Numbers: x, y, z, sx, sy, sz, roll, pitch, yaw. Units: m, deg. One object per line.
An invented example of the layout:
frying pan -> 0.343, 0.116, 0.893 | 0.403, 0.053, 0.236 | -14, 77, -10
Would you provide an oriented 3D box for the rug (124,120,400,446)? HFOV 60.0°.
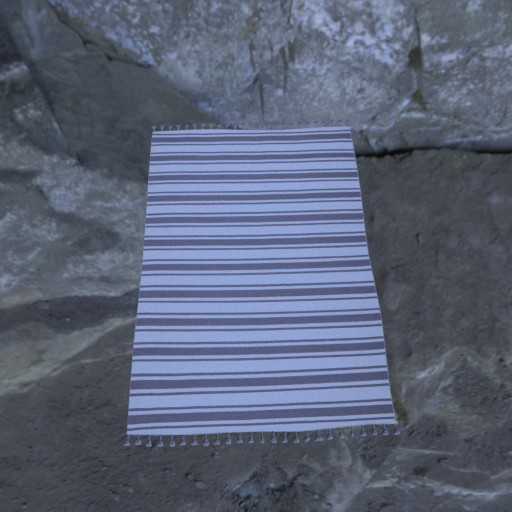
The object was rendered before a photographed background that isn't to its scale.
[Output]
rug -> 0.000, 0.000, 3.890 | 2.030, 0.017, 3.040 | -2, 65, -1
